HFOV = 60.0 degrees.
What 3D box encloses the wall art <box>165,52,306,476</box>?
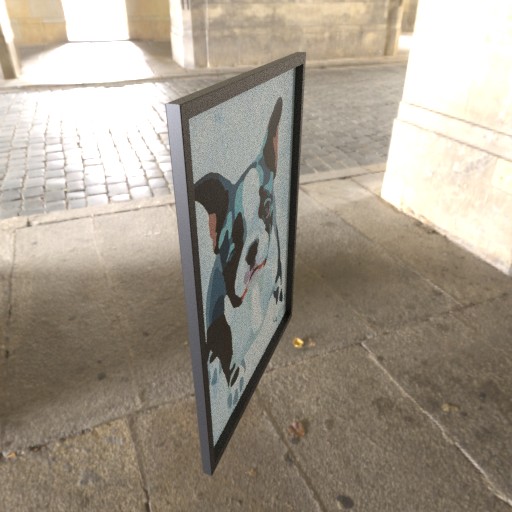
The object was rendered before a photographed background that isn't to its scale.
[{"bbox_3d":[0.000,0.000,1.316,0.030,1.027,0.774,11,33,18],"label":"wall art"}]
